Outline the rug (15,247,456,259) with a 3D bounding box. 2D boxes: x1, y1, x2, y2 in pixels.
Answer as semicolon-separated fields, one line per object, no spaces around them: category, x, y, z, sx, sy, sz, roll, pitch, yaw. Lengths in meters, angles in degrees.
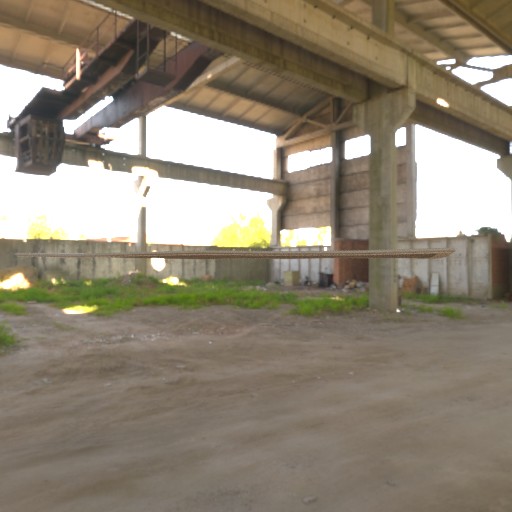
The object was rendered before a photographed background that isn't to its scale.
rug;0.000;0.000;3.988;3.011;0.054;2.399;0;-1;17
